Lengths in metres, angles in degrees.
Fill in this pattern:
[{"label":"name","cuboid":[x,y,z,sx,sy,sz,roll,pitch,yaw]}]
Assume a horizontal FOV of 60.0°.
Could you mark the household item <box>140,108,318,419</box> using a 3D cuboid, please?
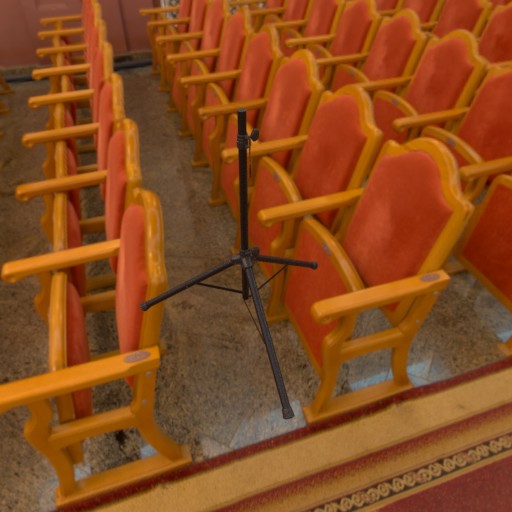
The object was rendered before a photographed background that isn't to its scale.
[{"label":"household item","cuboid":[0.000,0.000,1.856,1.045,1.136,0.907,-12,41,-14]}]
